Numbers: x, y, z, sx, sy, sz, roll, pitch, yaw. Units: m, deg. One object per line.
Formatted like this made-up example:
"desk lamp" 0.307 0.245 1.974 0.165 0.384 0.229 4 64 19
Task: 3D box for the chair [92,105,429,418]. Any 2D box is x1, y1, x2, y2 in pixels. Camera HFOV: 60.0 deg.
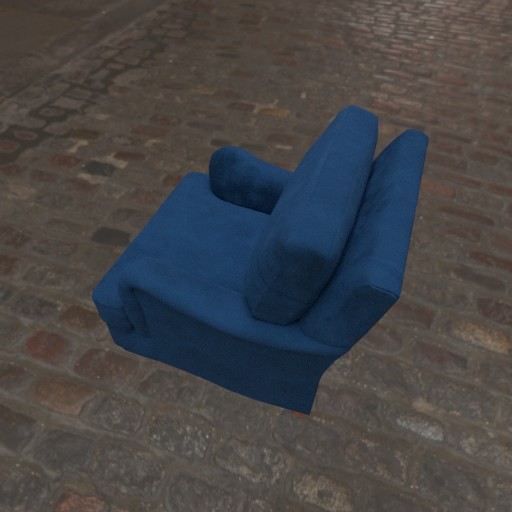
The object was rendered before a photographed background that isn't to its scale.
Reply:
"chair" 0.000 0.000 1.833 1.078 1.076 0.895 15 48 14
